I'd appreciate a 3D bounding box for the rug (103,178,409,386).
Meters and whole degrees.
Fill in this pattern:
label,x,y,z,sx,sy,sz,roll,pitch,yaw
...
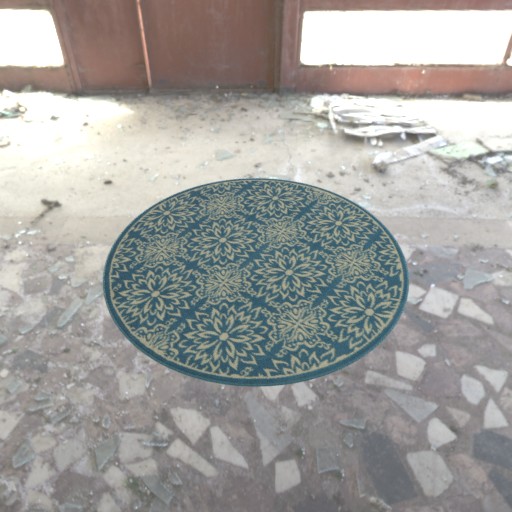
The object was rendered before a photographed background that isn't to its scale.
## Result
label,x,y,z,sx,sy,sz,roll,pitch,yaw
rug,0.000,0.000,2.379,1.593,0.012,1.593,0,41,0
